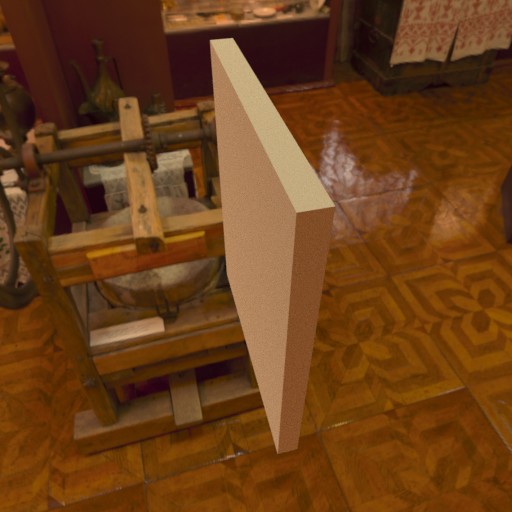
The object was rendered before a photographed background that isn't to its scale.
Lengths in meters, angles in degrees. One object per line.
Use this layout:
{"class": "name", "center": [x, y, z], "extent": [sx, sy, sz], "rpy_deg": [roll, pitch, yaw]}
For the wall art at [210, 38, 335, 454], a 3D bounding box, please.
{"class": "wall art", "center": [0.000, 0.000, 0.755], "extent": [0.039, 0.553, 0.451], "rpy_deg": [-10, 46, -10]}
